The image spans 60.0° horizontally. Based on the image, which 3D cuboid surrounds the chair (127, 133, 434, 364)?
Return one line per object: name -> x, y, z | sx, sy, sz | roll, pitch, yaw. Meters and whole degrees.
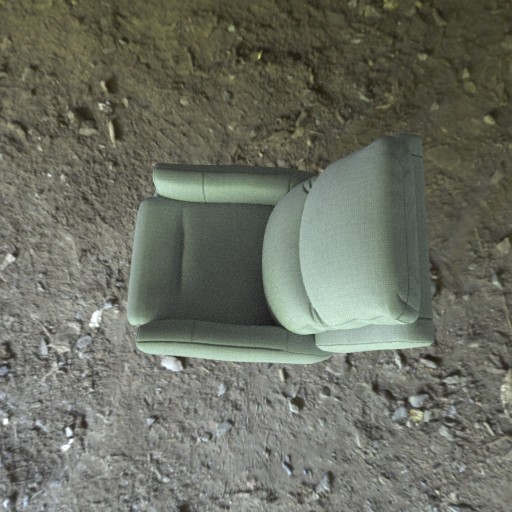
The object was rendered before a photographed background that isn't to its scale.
chair -> 0.000, 0.000, 1.783 | 1.080, 1.030, 0.829 | 2, 76, 1
